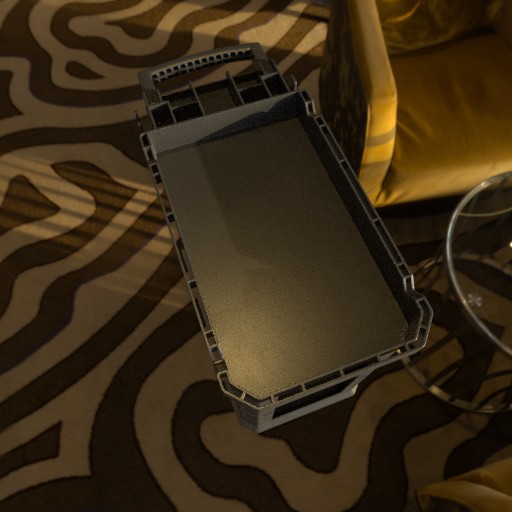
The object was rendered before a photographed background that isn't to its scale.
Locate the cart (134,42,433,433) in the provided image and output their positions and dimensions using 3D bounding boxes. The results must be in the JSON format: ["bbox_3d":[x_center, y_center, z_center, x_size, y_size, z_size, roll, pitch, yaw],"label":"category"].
[{"bbox_3d":[0.000,0.000,1.535,0.497,0.884,1.061,-18,65,-9],"label":"cart"}]
